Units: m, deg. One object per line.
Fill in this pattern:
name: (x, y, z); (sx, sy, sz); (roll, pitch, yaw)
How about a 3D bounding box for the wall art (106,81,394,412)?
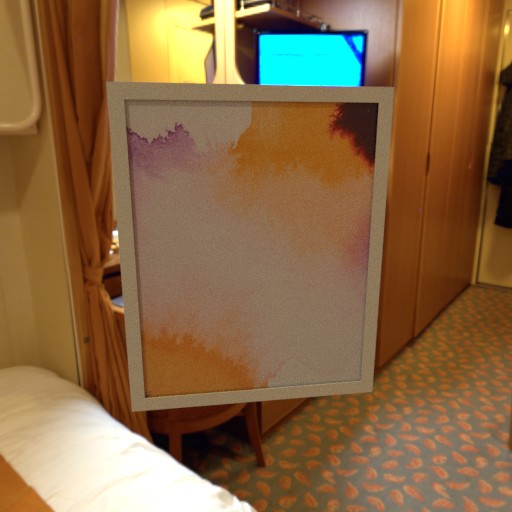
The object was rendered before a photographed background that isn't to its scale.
wall art: (0.000, 0.000, 1.120); (0.661, 0.811, 0.026); (-2, 14, -8)
